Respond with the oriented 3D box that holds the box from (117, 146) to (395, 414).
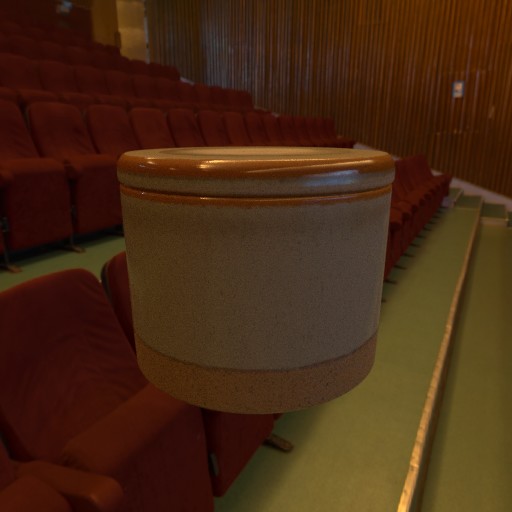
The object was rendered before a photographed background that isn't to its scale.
[{"bbox_3d":[0.000,0.000,0.216,0.123,0.100,0.123,0,16,0],"label":"box"}]
